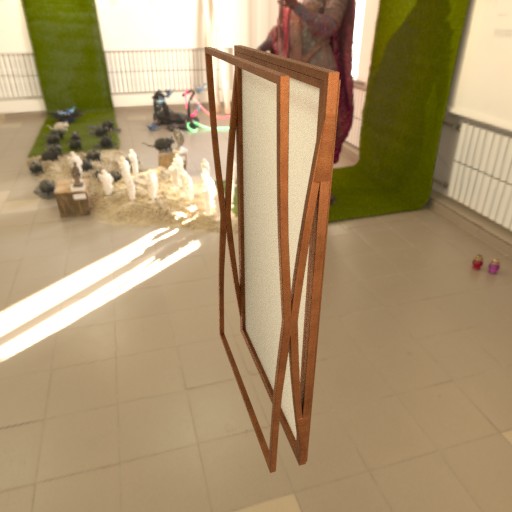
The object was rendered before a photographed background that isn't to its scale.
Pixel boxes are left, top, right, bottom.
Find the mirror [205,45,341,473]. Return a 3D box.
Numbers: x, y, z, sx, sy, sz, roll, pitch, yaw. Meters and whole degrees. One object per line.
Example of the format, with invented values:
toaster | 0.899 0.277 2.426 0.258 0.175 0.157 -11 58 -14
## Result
mirror | 0.000 0.000 0.930 0.082 0.768 0.468 -9 31 -15
